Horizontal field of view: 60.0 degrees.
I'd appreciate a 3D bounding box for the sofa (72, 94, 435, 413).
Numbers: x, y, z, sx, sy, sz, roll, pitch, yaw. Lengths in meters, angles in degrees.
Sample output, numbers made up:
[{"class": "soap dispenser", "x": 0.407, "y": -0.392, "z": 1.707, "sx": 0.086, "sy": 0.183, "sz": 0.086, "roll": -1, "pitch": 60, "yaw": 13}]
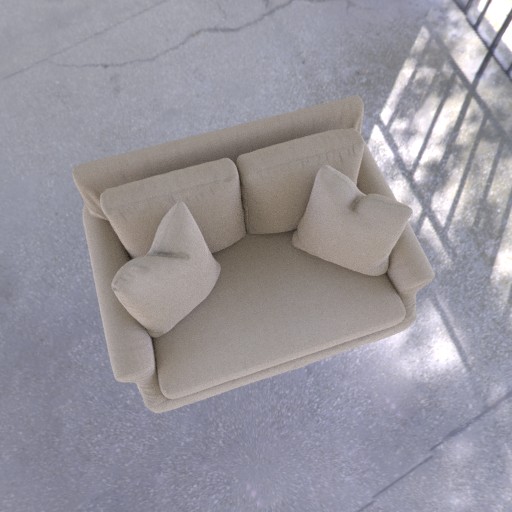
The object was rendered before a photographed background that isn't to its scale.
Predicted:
[{"class": "sofa", "x": 0.000, "y": 0.000, "z": 2.217, "sx": 1.550, "sy": 0.905, "sz": 1.070, "roll": -17, "pitch": 66, "yaw": -8}]
